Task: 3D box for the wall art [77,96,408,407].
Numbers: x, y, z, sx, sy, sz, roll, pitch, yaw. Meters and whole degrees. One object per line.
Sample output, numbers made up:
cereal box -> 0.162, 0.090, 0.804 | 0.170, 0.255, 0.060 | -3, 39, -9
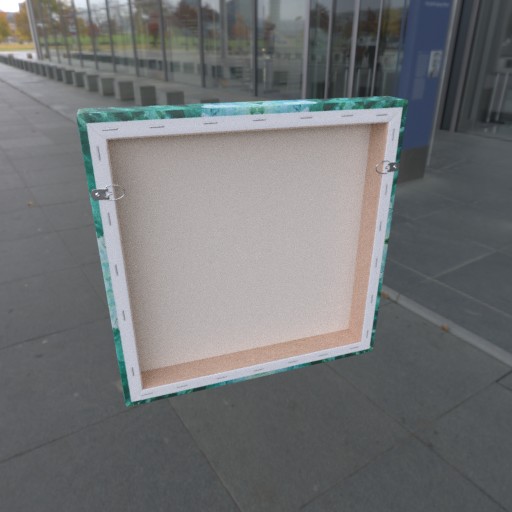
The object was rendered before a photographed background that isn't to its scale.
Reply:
wall art -> 0.000, 0.000, 0.479 | 0.313, 0.313, 0.033 | -8, 27, -16
